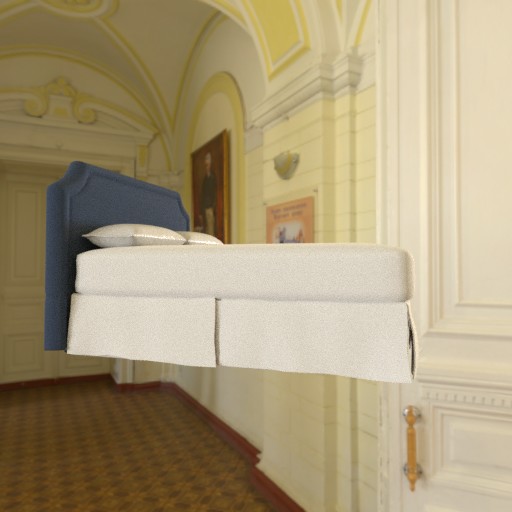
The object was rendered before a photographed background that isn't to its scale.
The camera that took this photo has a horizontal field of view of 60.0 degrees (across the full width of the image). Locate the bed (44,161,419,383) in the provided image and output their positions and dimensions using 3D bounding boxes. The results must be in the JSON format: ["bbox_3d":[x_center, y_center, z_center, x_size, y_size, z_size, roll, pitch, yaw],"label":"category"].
[{"bbox_3d":[0.000,0.000,3.326,2.260,1.297,1.831,0,-1,18],"label":"bed"}]
